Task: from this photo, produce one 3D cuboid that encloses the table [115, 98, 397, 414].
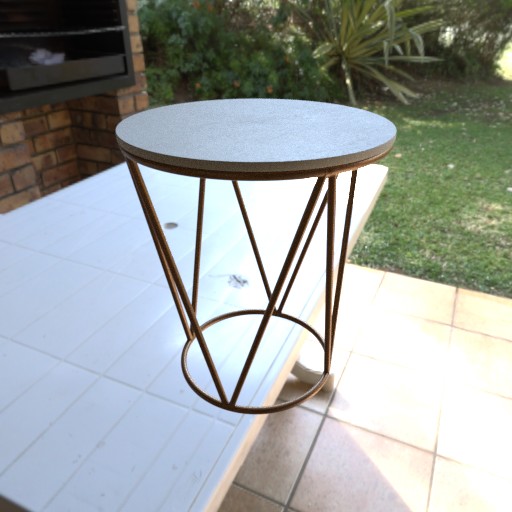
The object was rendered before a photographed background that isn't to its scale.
[{"bbox_3d":[0.000,0.000,0.952,0.500,0.564,0.500,0,29,0],"label":"table"}]
